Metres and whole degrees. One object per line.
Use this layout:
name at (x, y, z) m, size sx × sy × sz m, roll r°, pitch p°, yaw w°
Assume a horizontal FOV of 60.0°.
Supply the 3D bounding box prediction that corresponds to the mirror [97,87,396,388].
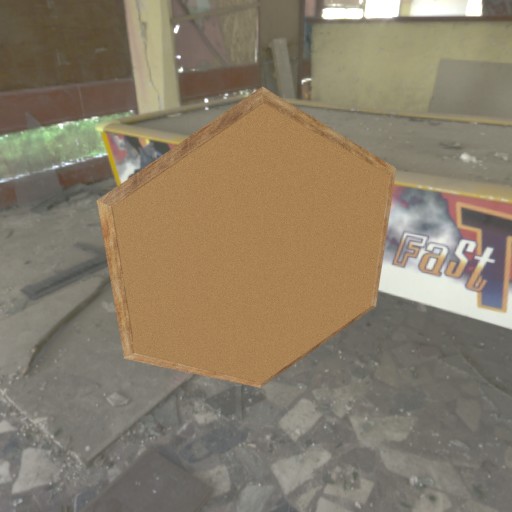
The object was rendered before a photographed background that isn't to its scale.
mirror at (0.000, 0.000, 1.074) m, size 0.675 × 0.779 × 0.091 m, roll -9°, pitch 29°, yaw -17°
